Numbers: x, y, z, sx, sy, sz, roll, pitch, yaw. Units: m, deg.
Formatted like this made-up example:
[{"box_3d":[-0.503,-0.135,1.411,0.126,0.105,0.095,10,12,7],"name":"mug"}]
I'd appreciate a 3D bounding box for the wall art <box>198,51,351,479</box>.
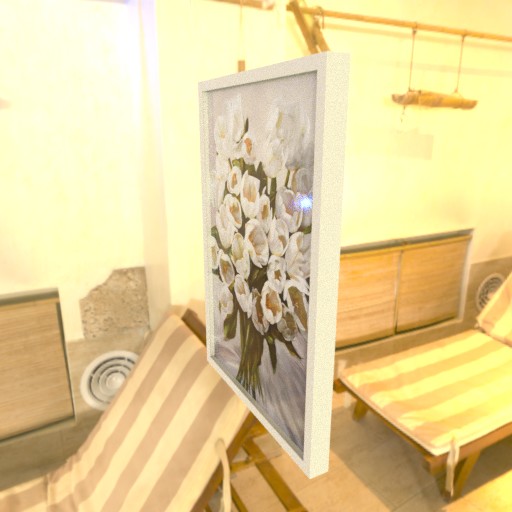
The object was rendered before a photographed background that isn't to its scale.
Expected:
[{"box_3d":[0.000,0.000,0.552,0.025,0.428,0.293,-8,18,-27],"name":"wall art"}]
